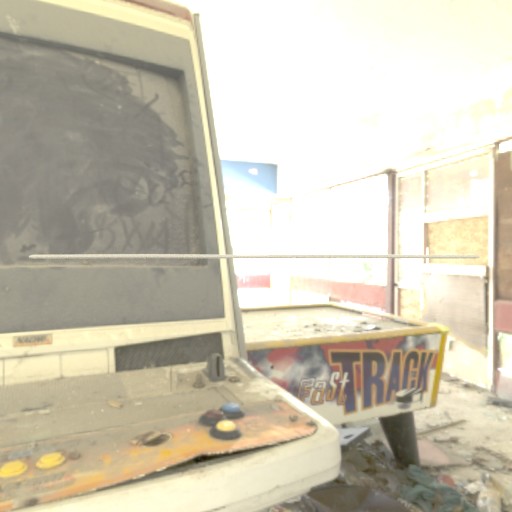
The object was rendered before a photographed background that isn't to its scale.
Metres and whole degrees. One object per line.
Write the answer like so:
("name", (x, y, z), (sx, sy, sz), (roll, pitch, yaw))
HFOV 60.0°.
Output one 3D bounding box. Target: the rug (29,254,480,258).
("rug", (0.000, 0.000, 4.208), (3.066, 0.030, 2.462), (0, 0, 0))
